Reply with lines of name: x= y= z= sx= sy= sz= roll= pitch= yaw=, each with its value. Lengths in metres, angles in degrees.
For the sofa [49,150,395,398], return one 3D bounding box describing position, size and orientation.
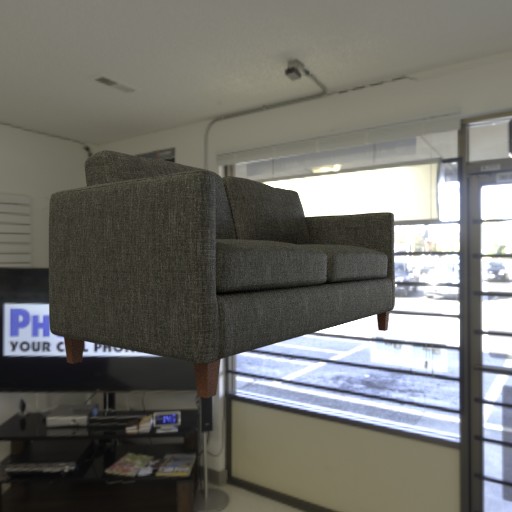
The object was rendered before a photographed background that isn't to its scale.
sofa: x=0.000 y=0.000 z=2.437 sx=0.950 sy=0.963 sz=1.884 roll=0 pitch=0 yaw=36
